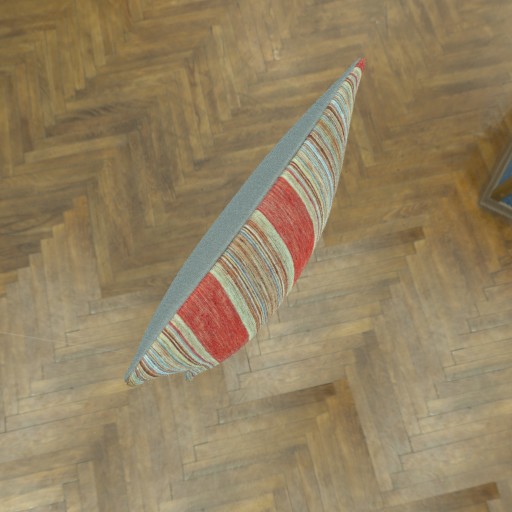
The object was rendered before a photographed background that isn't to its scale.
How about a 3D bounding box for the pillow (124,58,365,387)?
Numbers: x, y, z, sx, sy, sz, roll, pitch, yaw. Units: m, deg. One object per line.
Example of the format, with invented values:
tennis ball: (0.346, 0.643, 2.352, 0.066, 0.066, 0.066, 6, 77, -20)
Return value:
pillow: (0.000, 0.000, 0.651, 0.136, 0.419, 0.437, 33, 77, 8)
